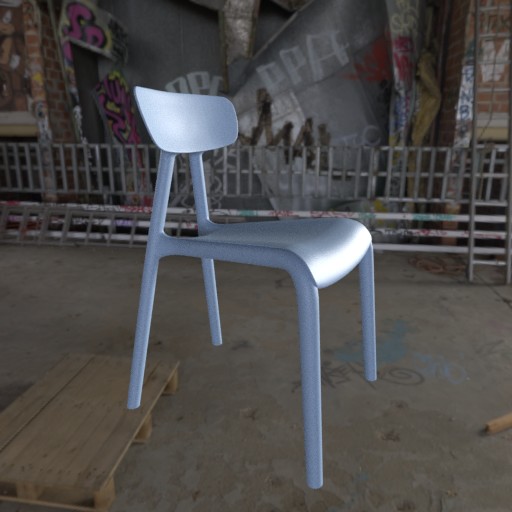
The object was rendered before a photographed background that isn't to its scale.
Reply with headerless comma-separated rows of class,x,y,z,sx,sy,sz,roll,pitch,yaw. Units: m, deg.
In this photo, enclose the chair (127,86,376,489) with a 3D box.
chair,0.000,0.000,0.814,0.401,0.580,0.356,8,18,27
